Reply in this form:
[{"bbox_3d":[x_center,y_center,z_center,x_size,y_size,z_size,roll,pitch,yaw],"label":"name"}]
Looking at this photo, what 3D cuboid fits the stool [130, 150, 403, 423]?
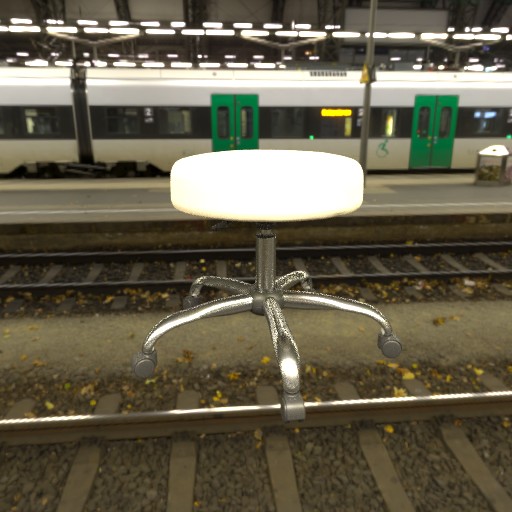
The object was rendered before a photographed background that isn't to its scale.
[{"bbox_3d":[0.000,0.000,1.049,0.614,0.482,0.634,-8,18,-25],"label":"stool"}]
